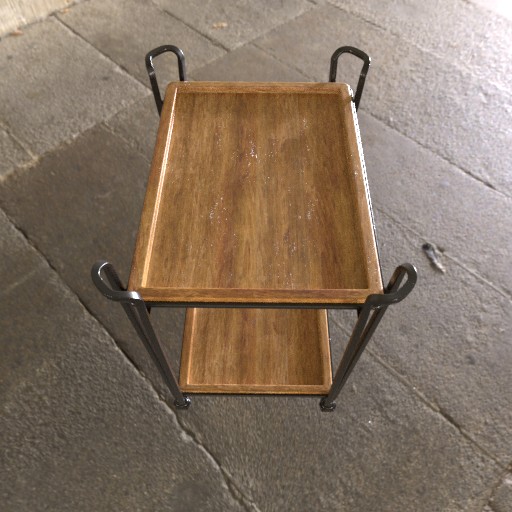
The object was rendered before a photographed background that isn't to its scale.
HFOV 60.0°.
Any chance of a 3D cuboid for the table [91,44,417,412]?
[{"bbox_3d":[0.000,0.000,1.167,0.505,0.785,0.672,1,57,0],"label":"table"}]
